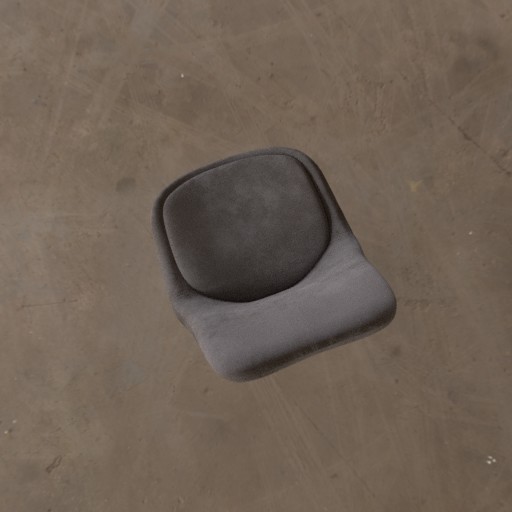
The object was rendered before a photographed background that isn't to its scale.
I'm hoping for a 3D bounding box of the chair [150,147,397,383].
[{"bbox_3d":[0.000,0.000,1.157,0.476,0.850,0.550,-20,78,-4],"label":"chair"}]
